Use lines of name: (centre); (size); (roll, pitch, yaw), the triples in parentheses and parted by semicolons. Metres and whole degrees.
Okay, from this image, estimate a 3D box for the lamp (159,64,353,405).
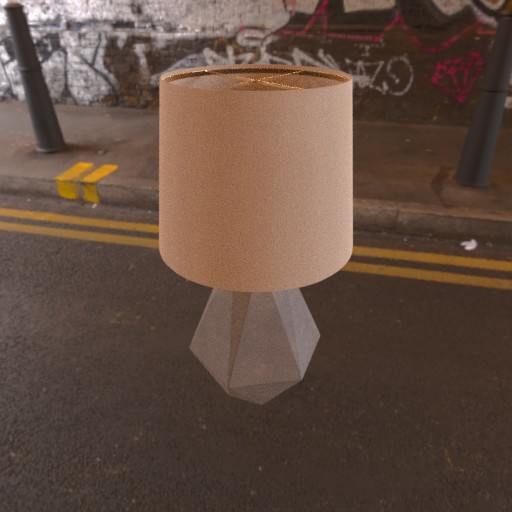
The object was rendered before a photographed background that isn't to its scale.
lamp: (0.000, 0.000, 0.658); (0.276, 0.501, 0.276); (0, 30, 0)
